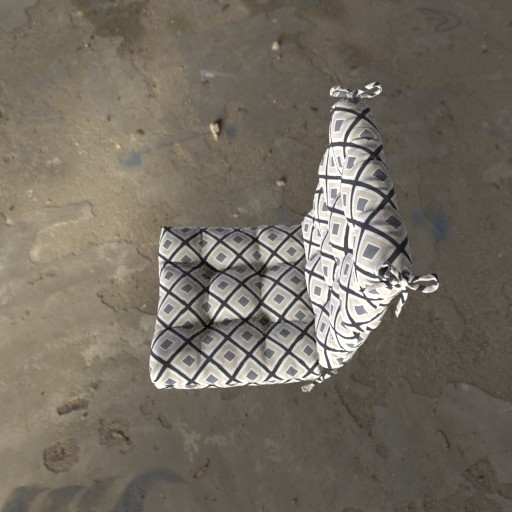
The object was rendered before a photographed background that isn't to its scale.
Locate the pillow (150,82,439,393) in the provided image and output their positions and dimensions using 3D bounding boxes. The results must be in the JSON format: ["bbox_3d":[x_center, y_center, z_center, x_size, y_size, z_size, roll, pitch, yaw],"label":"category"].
[{"bbox_3d":[0.000,0.000,1.059,0.571,0.605,0.519,-2,59,-1],"label":"pillow"}]
